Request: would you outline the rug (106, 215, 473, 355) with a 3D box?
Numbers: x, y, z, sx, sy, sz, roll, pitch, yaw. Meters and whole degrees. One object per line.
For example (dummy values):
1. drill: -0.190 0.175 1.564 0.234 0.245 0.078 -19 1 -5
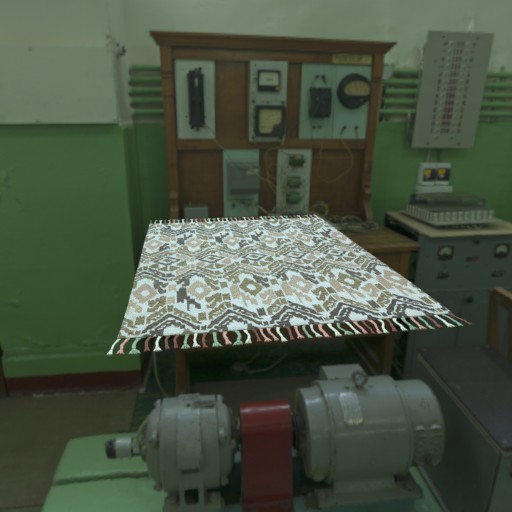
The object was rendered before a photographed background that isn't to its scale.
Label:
1. rug: 0.000 0.000 2.287 1.219 0.008 1.829 -3 18 -9
